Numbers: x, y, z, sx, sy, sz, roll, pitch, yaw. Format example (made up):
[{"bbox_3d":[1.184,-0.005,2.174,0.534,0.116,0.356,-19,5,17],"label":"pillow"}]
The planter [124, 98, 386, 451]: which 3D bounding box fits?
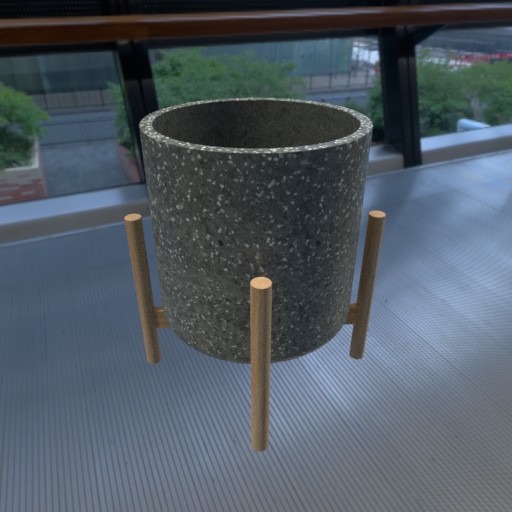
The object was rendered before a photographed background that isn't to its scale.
[{"bbox_3d":[0.000,0.000,0.693,0.360,0.419,0.360,11,32,18],"label":"planter"}]
